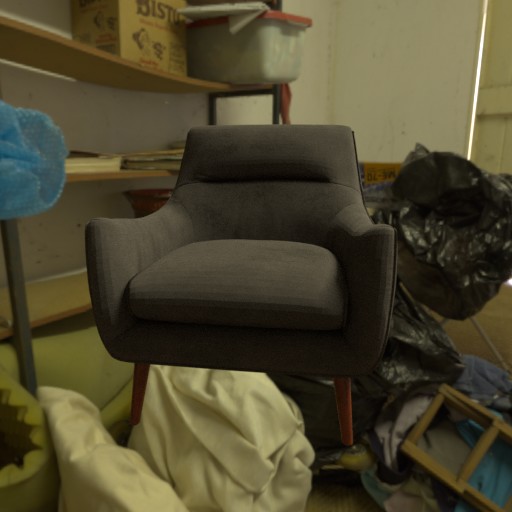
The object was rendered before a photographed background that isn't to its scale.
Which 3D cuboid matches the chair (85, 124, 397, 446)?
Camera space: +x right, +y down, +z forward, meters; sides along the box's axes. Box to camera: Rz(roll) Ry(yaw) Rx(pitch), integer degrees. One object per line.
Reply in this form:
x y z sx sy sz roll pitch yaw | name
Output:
0.000 0.000 1.422 0.762 0.838 0.787 2 14 8 | chair
